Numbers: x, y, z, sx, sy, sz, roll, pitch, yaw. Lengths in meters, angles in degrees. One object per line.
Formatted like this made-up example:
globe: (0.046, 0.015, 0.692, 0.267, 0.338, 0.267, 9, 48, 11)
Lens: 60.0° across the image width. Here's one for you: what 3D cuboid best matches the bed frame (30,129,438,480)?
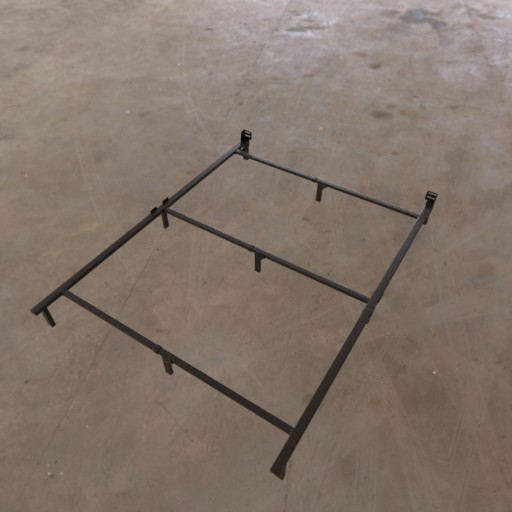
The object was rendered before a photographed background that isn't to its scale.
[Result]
bed frame: (0.000, 0.000, 2.617, 1.498, 0.248, 1.990, 25, 50, 22)
